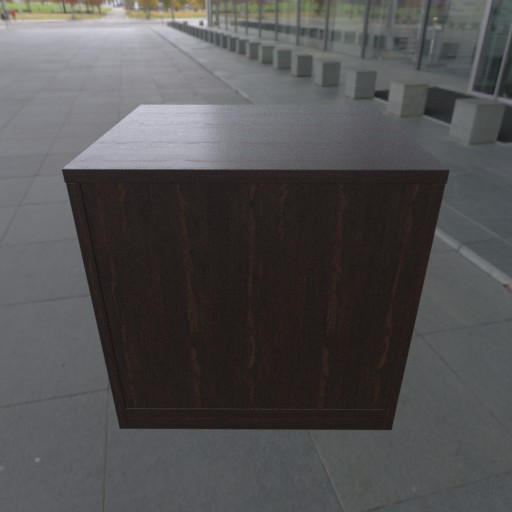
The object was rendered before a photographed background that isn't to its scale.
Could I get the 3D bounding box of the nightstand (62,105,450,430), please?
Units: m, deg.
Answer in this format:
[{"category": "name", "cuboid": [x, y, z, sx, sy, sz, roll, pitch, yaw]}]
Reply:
[{"category": "nightstand", "cuboid": [0.000, 0.000, 0.862, 0.489, 0.487, 0.427, 0, 29, 0]}]
